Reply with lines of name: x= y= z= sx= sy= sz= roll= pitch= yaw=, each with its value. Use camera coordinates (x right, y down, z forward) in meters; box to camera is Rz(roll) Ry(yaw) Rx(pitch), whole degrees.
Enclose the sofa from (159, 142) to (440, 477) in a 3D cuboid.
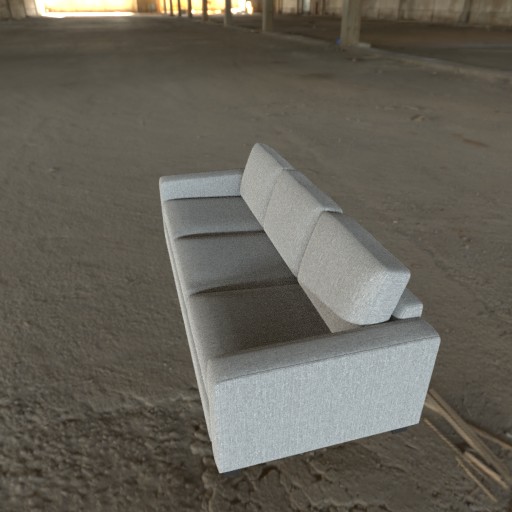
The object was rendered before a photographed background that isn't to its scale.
sofa: x=0.000 y=0.000 z=2.532 sx=0.900 sy=0.800 sz=2.120 roll=-8 pitch=31 yaw=-14
